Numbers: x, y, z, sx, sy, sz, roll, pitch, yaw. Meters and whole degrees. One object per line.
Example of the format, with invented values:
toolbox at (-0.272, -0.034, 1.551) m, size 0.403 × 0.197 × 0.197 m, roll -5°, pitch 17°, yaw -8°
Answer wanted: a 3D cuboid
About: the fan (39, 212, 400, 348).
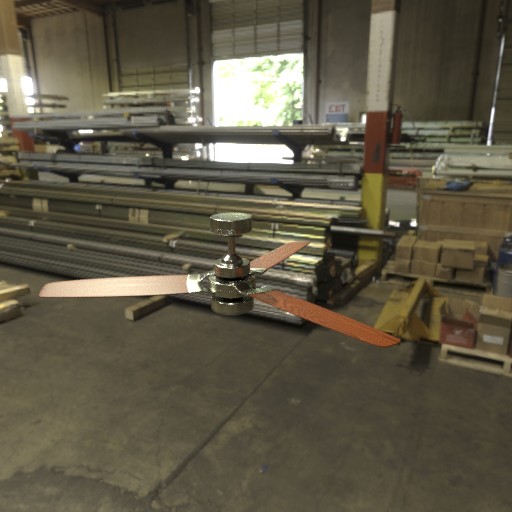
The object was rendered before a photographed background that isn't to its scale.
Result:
fan at (0.000, 0.000, 2.003) m, size 1.416 × 0.410 × 1.271 m, roll 8°, pitch 18°, yaw 27°
